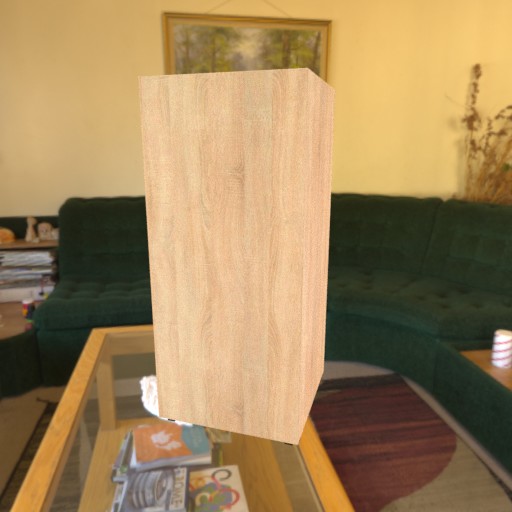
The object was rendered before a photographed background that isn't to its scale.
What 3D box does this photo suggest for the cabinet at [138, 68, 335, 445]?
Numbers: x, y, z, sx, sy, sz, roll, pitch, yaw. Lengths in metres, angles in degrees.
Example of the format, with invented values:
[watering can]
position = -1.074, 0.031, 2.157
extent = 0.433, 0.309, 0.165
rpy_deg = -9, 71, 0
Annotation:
[cabinet]
position = 0.000, 0.000, 2.872
extent = 1.327, 2.120, 1.094
rpy_deg = -7, 16, -26
